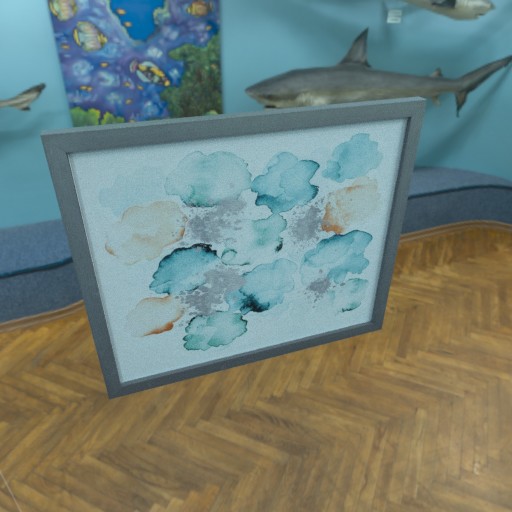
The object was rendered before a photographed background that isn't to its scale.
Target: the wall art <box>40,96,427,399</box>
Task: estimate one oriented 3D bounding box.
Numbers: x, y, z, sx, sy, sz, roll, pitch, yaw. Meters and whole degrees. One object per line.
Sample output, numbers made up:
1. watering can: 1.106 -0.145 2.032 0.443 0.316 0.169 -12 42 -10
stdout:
1. wall art: 0.000 0.000 0.881 0.660 0.558 0.026 -11 34 -16
